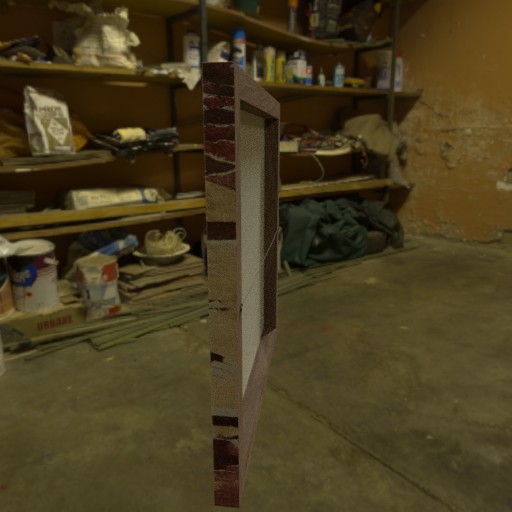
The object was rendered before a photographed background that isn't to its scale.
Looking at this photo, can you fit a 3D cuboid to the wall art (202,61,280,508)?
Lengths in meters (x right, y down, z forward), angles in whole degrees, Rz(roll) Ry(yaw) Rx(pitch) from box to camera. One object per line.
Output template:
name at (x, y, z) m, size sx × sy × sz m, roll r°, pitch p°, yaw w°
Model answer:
wall art at (0.000, 0.000, 0.872) m, size 0.041 × 0.613 × 0.609 m, roll 2°, pitch 15°, yaw 8°
